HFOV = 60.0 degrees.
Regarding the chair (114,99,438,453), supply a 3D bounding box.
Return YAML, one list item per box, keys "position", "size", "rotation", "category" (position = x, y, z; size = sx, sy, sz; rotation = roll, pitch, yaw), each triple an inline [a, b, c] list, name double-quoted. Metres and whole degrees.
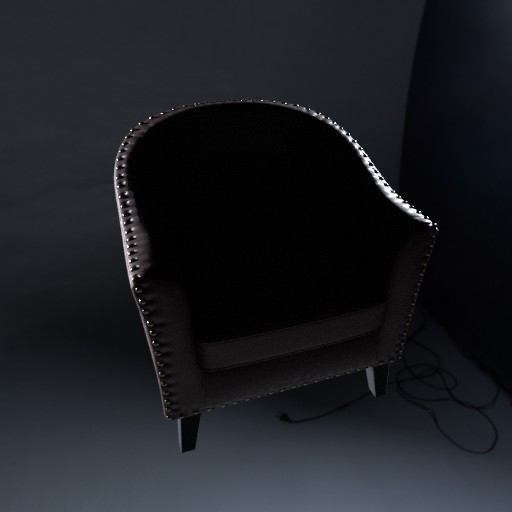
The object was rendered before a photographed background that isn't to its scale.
- position: [0.000, 0.000, 1.435]
  size: [0.794, 0.823, 0.748]
  rotation: [-10, 34, -15]
  category: "chair"
